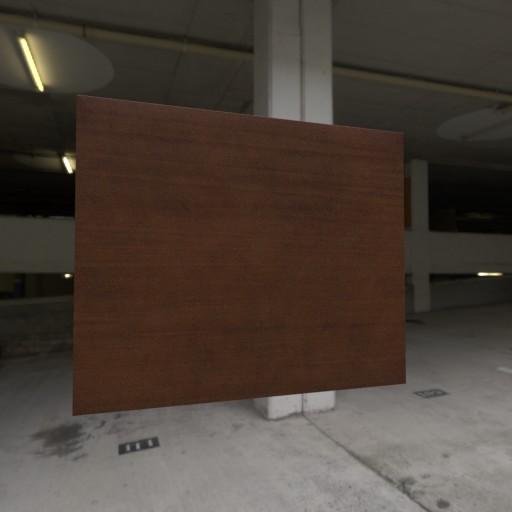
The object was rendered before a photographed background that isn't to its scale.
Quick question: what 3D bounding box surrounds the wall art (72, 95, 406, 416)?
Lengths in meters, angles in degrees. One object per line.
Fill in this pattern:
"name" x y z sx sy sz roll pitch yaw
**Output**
"wall art" 0.000 0.000 0.531 0.401 0.328 0.030 1 -2 -19
